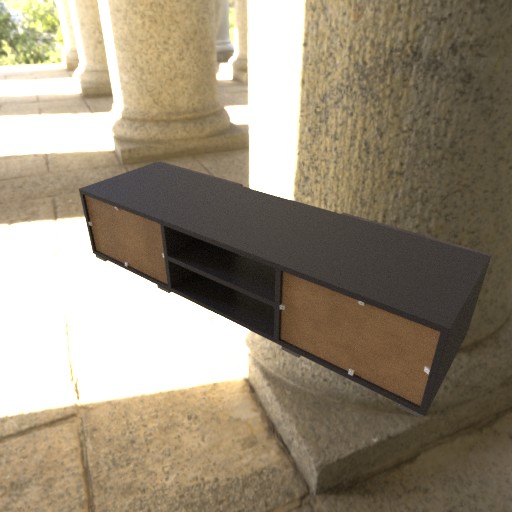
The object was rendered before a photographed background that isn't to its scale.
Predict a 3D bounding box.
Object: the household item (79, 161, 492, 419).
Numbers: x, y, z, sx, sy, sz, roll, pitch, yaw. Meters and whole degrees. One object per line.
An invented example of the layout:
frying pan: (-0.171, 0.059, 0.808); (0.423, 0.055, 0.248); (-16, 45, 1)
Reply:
household item: (0.000, 0.000, 1.580); (1.400, 0.310, 0.420); (21, 36, 31)
